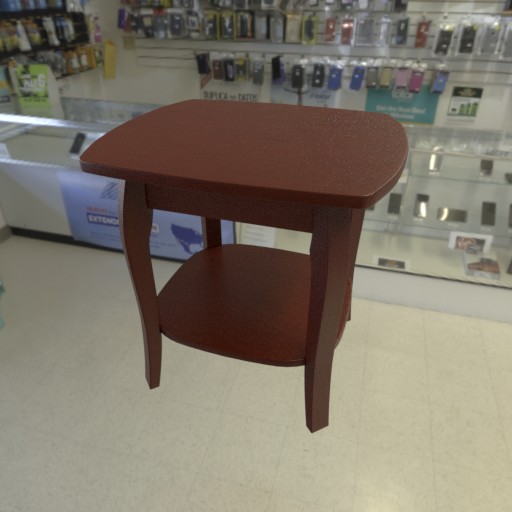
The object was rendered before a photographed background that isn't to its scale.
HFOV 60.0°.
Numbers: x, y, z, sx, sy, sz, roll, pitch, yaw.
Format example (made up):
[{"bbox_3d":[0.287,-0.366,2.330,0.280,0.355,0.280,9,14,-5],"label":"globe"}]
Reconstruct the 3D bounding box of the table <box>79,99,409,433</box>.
[{"bbox_3d":[0.000,0.000,0.889,0.502,0.496,0.433,10,34,15],"label":"table"}]
